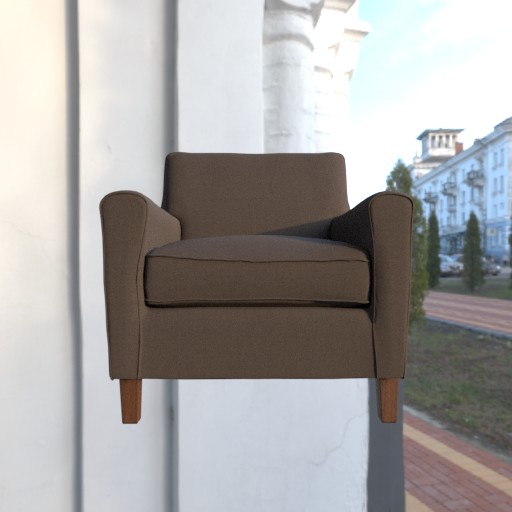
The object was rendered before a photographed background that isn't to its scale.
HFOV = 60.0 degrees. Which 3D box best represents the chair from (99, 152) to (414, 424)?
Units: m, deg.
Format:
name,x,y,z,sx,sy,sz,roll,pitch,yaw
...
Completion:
name,x,y,z,sx,sy,sz,roll,pitch,yaw
chair,0.000,0.000,1.579,0.836,0.911,0.831,0,0,-1
